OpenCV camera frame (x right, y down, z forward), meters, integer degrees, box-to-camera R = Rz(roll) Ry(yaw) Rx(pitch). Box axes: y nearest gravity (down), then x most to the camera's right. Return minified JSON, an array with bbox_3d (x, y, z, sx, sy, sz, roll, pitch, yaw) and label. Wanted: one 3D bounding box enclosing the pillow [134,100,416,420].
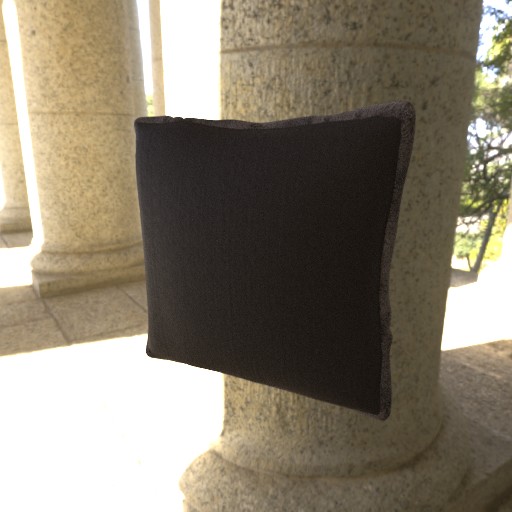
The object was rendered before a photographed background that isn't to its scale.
[{"bbox_3d":[0.000,0.000,0.811,0.522,0.520,0.204,7,16,26],"label":"pillow"}]
